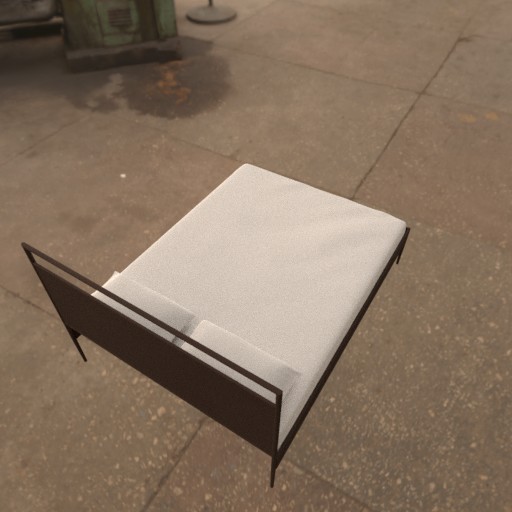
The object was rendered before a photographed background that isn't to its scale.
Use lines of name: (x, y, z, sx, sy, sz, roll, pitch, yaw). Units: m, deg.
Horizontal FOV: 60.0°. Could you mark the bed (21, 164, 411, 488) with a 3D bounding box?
bed: (0.000, 0.000, 3.064, 1.572, 1.173, 2.122, 25, 51, 22)
